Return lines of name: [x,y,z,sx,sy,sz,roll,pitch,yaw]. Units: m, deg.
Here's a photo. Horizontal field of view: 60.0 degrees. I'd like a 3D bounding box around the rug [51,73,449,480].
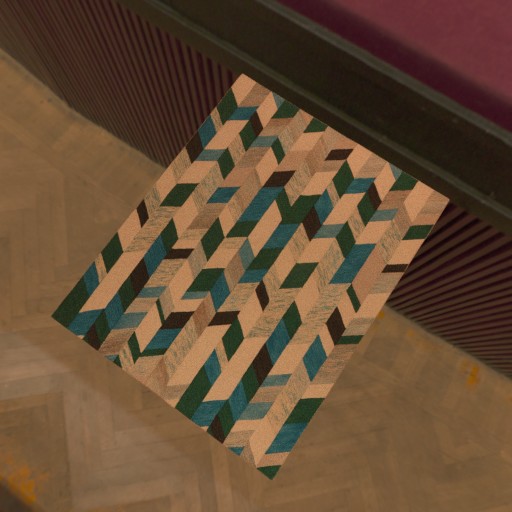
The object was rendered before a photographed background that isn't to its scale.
rug: [0.000,0.000,4.135,2.440,0.008,3.036,34,79,7]
